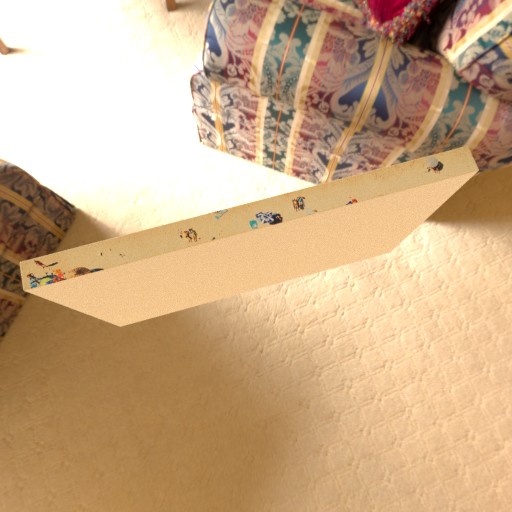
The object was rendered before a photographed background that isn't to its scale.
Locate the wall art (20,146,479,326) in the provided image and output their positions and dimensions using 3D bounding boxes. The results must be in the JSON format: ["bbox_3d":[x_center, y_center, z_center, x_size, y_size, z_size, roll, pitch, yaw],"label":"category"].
[{"bbox_3d":[0.000,0.000,0.771,0.609,0.406,0.039,-15,75,-4],"label":"wall art"}]
